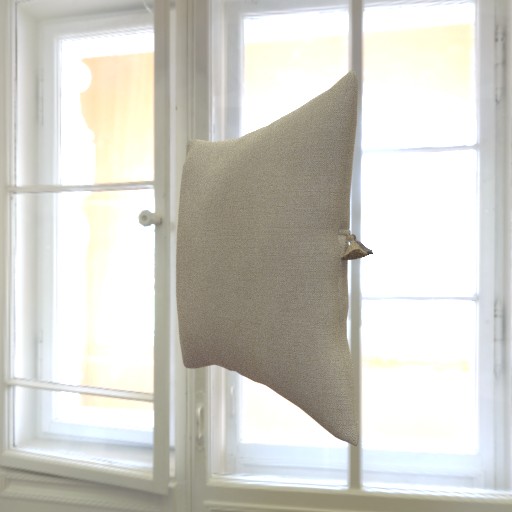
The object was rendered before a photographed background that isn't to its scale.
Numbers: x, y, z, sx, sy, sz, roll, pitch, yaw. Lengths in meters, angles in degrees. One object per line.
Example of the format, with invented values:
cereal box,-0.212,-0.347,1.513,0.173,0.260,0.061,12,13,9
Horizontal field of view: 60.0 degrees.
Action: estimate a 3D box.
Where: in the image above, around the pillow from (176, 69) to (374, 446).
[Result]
pillow,0.000,0.000,0.766,0.165,0.481,0.489,-1,1,-36
